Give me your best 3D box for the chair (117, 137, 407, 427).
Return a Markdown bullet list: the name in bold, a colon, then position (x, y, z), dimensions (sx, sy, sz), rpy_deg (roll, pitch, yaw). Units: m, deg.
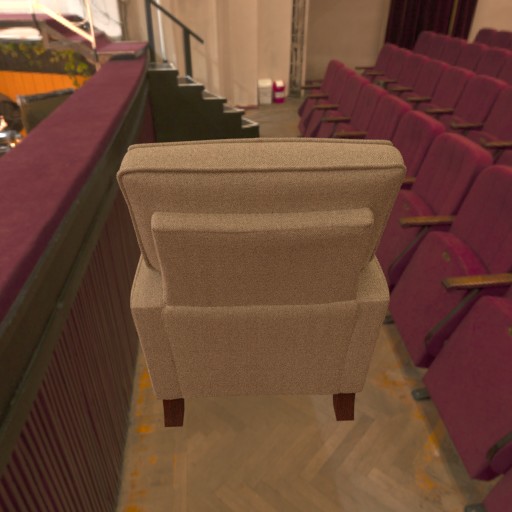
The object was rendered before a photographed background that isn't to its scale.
- **chair**: position (0.000, 0.000, 1.386), dimensions (0.648, 0.888, 0.754), rpy_deg (-1, 31, -2)
